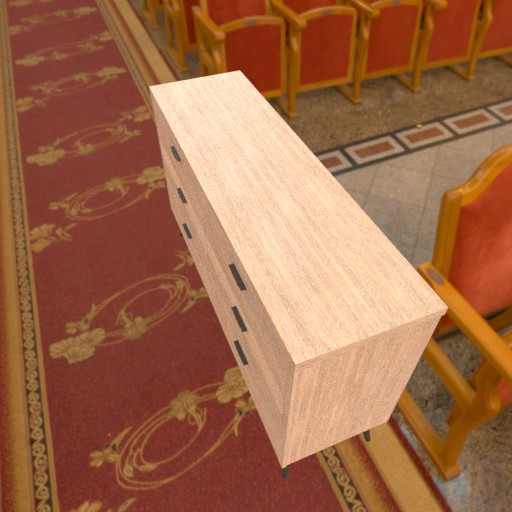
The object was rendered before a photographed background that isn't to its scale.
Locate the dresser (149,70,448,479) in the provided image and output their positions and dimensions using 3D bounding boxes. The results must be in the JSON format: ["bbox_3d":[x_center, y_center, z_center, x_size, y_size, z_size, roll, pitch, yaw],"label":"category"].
[{"bbox_3d":[0.000,0.000,1.908,0.457,0.914,1.524,-16,49,-15],"label":"dresser"}]
